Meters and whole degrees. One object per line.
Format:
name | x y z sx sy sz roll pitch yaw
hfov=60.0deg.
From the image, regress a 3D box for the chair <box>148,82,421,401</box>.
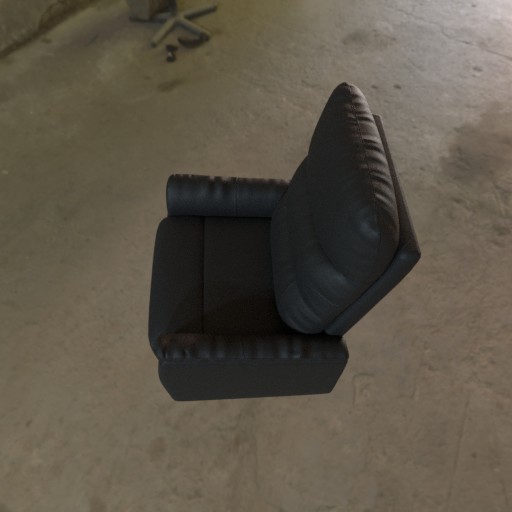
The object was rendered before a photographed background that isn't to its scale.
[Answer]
chair | 0.000 0.000 1.607 0.831 1.082 0.775 -3 59 -2
